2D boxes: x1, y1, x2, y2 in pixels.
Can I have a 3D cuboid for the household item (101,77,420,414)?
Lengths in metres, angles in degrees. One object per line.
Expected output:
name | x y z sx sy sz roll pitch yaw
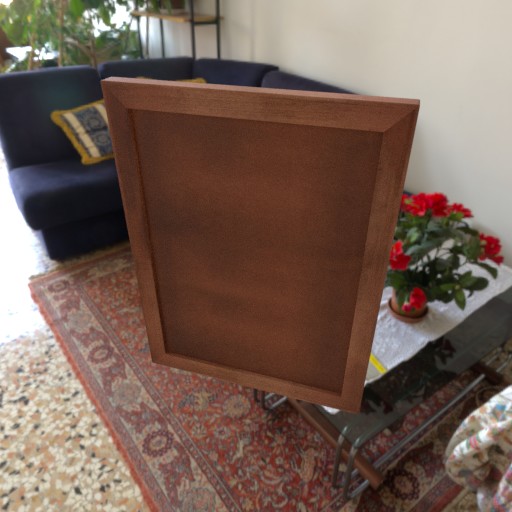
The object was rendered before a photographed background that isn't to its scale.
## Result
household item | 0.000 0.000 0.549 0.310 0.407 0.067 10 35 15
